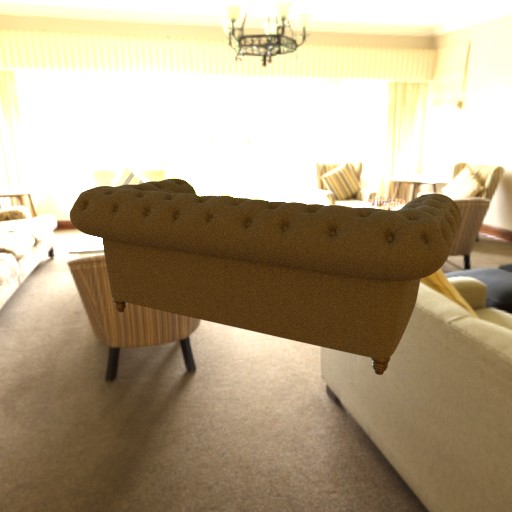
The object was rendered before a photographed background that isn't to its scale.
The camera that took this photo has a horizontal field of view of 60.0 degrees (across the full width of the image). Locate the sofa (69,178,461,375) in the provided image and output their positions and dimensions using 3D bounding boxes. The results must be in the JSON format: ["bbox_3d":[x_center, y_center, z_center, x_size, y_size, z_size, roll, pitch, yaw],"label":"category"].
[{"bbox_3d":[0.000,0.000,2.476,1.998,0.764,0.986,8,18,26],"label":"sofa"}]
